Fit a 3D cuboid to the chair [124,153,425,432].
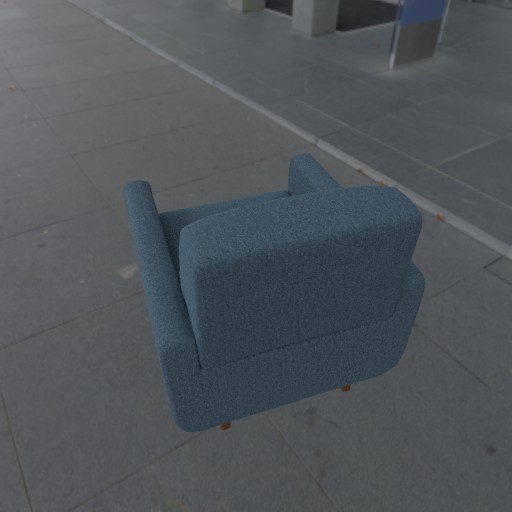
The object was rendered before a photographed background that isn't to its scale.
[{"bbox_3d":[0.000,0.000,1.729,0.880,0.940,0.964,-12,42,-14],"label":"chair"}]
